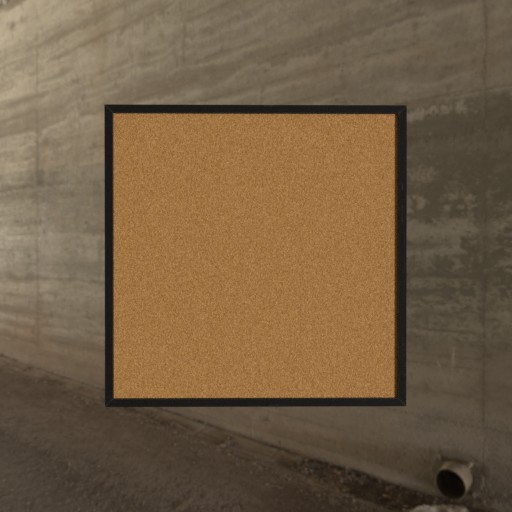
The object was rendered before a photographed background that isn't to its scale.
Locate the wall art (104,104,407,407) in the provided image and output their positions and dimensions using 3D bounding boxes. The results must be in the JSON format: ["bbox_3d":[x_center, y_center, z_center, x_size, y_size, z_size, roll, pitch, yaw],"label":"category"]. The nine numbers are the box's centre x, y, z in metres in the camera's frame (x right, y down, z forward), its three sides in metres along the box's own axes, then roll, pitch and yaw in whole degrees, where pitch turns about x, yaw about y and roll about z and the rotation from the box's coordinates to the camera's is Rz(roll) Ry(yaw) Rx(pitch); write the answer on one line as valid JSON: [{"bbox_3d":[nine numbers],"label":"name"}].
[{"bbox_3d":[0.000,0.000,0.760,0.506,0.506,0.036,0,0,0],"label":"wall art"}]
